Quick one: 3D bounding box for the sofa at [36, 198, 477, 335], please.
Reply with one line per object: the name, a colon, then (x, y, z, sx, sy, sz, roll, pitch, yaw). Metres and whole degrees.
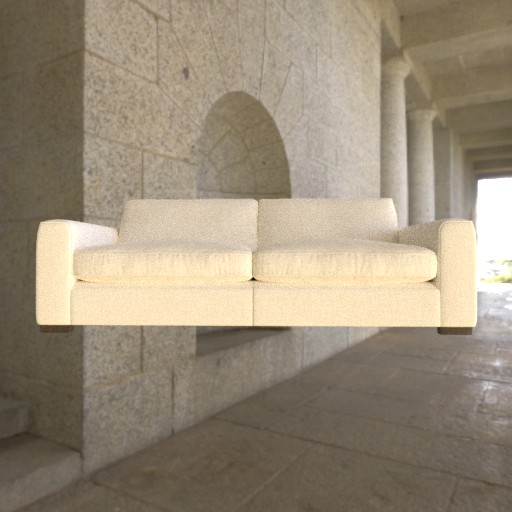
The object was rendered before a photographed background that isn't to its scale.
sofa: (0.000, 0.000, 2.747, 2.262, 0.801, 1.070, 0, 0, 2)
